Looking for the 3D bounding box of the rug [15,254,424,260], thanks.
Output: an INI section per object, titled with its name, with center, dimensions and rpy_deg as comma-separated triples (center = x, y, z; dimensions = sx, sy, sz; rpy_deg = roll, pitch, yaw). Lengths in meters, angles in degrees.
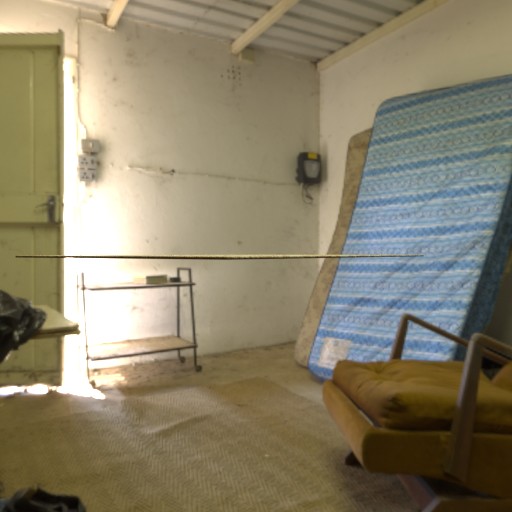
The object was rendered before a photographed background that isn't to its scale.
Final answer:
[rug]
center = 0.000, 0.000, 2.979
dimensions = 1.526, 0.011, 2.435
rpy_deg = 0, 0, 36
